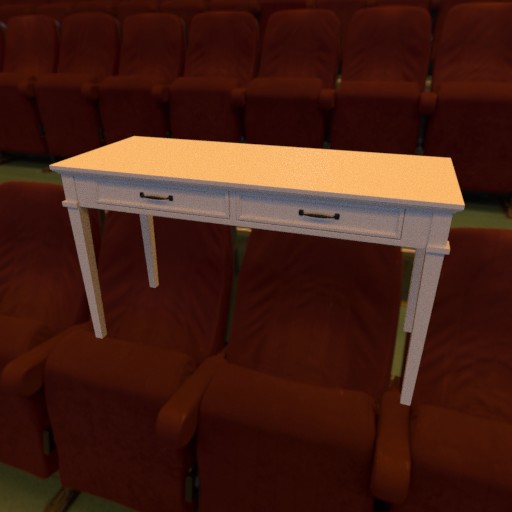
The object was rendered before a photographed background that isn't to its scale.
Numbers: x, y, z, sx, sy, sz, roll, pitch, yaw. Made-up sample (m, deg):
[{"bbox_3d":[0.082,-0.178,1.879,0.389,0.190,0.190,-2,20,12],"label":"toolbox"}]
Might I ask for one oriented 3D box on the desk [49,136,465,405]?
[{"bbox_3d":[0.000,0.000,1.800,1.372,0.774,0.559,8,27,16],"label":"desk"}]
